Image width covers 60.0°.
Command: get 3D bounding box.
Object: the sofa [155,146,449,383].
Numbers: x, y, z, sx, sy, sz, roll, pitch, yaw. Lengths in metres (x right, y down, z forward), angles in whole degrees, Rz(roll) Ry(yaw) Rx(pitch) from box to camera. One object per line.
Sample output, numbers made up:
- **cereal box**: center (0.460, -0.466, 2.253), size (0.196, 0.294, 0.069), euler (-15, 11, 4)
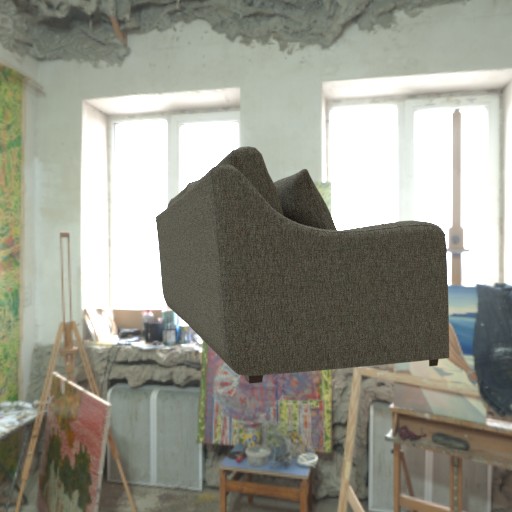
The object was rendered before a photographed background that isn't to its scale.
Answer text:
- **sofa**: center (0.000, 0.000, 2.933), size (1.103, 0.998, 2.418), euler (0, 0, -18)
